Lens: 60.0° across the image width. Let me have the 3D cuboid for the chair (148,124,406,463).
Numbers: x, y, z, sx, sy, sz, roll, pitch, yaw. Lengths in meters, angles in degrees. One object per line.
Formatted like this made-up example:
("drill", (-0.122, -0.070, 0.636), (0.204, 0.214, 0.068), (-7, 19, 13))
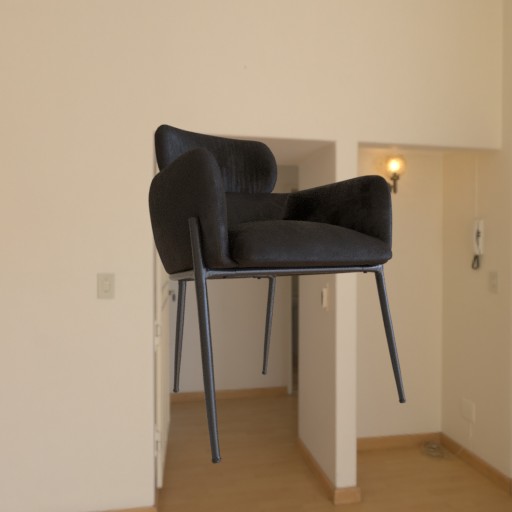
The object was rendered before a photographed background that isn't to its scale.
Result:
("chair", (0.000, 0.000, 1.278), (0.640, 0.818, 0.604), (0, 0, -36))
